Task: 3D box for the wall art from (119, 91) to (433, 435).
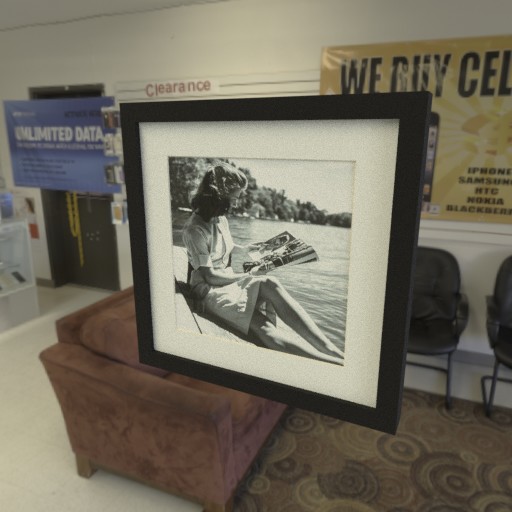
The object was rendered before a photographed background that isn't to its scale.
[{"bbox_3d":[0.000,0.000,0.456,0.308,0.305,0.030,8,17,25],"label":"wall art"}]
